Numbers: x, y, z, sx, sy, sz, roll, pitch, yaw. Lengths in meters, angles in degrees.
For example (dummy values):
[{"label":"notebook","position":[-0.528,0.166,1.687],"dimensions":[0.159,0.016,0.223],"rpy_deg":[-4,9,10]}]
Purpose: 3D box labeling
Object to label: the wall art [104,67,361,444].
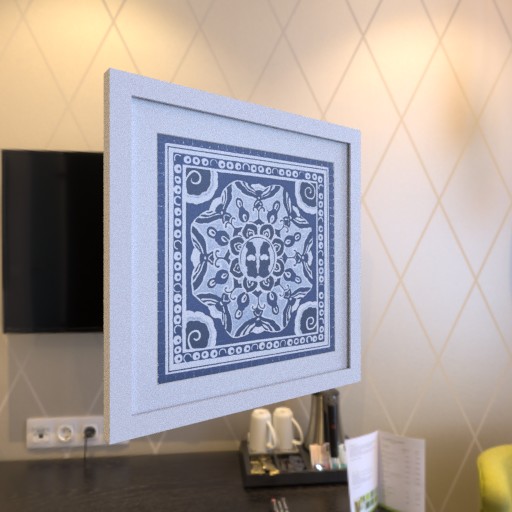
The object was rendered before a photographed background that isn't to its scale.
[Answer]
[{"label":"wall art","position":[0.000,0.000,0.834],"dimensions":[0.559,0.559,0.028],"rpy_deg":[0,0,-36]}]
